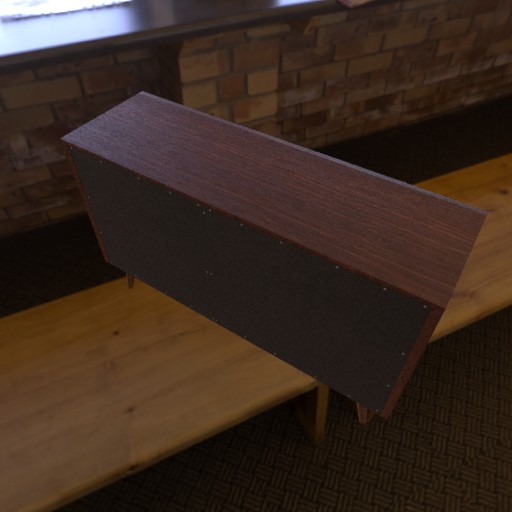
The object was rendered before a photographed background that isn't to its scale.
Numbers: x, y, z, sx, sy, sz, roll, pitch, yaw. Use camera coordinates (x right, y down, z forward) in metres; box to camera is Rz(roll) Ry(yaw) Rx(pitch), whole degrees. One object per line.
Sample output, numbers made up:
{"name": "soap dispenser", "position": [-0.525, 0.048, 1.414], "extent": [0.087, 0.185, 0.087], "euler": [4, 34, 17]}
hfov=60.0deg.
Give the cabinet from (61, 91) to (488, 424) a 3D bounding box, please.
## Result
{"name": "cabinet", "position": [0.000, 0.000, 2.002], "extent": [1.575, 0.940, 0.505], "euler": [25, 52, 22]}
